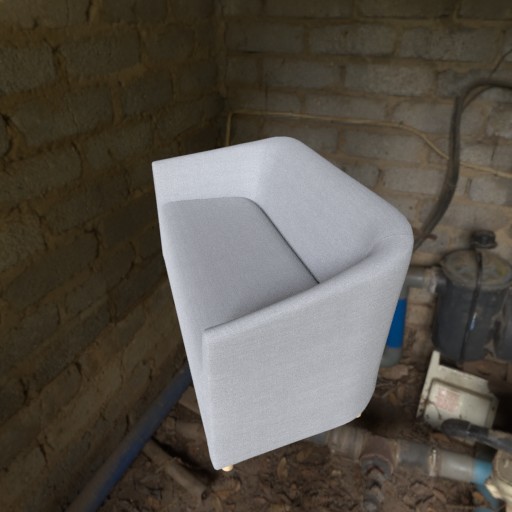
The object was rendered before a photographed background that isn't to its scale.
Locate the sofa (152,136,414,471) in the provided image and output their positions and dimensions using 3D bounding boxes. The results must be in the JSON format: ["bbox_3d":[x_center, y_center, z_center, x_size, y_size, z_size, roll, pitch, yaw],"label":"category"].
[{"bbox_3d":[0.000,0.000,1.866,0.705,0.721,1.452,-8,31,-14],"label":"sofa"}]
